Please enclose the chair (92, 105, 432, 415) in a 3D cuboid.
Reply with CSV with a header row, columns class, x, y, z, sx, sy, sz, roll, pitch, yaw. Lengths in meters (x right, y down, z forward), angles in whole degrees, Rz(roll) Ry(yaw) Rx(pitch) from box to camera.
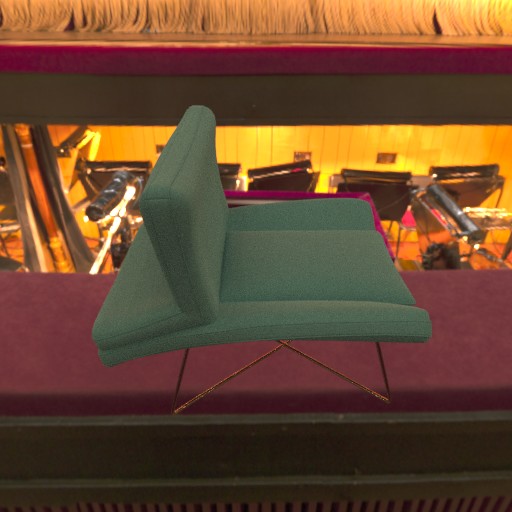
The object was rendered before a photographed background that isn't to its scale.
class,x,y,z,sx,sy,sz,roll,pitch,yaw
chair,0.000,0.000,1.569,1.008,0.855,0.859,0,31,0
